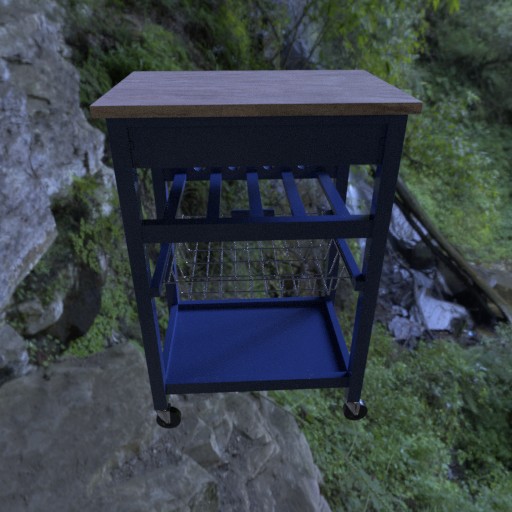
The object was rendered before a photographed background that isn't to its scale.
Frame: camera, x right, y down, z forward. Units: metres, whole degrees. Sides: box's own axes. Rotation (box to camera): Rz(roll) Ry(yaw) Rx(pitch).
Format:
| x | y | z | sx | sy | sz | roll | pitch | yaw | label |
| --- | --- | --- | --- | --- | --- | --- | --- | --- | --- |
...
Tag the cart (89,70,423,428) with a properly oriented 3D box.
| x | y | z | sx | sy | sz | roll | pitch | yaw | label |
| --- | --- | --- | --- | --- | --- | --- | --- | --- | --- |
| 0.000 | 0.000 | 1.145 | 0.584 | 0.839 | 0.403 | -2 | 30 | -3 | cart |
